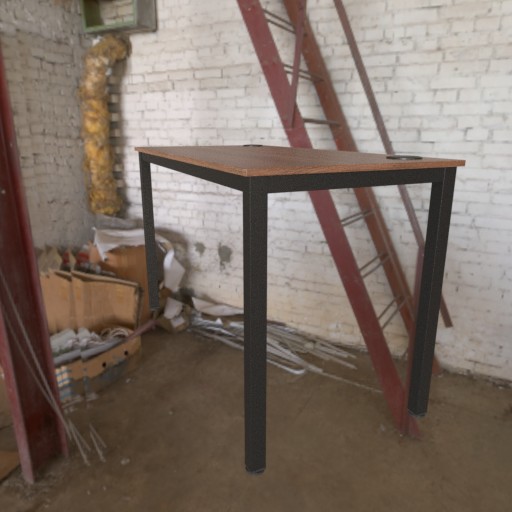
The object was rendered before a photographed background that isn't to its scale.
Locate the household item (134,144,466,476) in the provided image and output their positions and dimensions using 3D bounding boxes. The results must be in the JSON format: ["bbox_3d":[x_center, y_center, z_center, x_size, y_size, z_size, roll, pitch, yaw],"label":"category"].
[{"bbox_3d":[0.000,0.000,1.612,0.600,0.750,1.200,-7,18,-24],"label":"household item"}]
